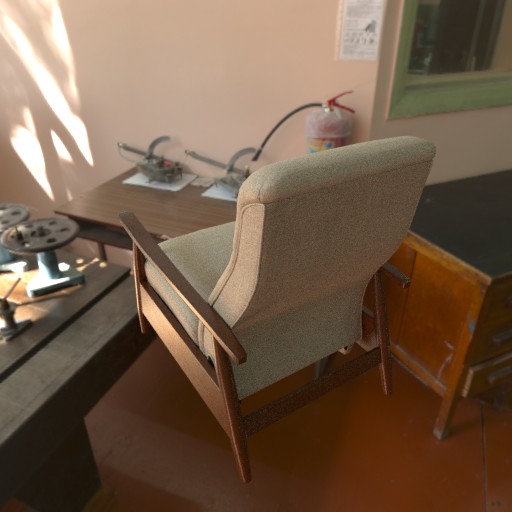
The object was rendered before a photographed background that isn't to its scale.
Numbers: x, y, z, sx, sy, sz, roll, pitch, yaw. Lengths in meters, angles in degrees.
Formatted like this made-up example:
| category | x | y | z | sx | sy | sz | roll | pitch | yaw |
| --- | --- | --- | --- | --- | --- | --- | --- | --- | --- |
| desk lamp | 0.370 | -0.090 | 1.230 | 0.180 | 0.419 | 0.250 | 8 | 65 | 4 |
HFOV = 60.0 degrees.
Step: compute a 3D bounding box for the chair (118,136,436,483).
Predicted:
| category | x | y | z | sx | sy | sz | roll | pitch | yaw |
| --- | --- | --- | --- | --- | --- | --- | --- | --- | --- |
| chair | 0.000 | 0.000 | 1.758 | 0.762 | 1.082 | 1.014 | -18 | 35 | -29 |
